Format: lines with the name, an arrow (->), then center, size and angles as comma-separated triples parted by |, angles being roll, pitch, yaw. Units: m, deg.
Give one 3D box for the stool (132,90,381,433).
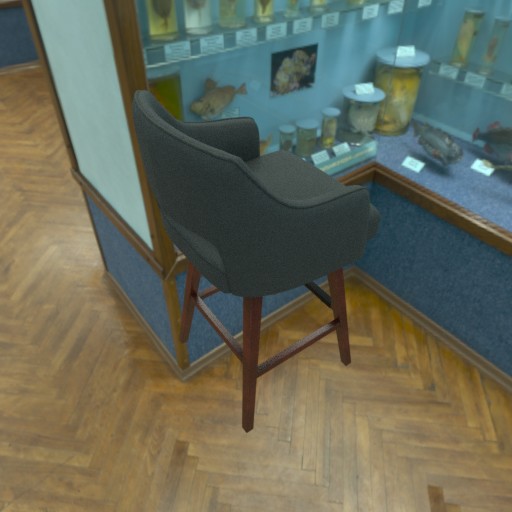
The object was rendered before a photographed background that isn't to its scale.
stool -> 0.000, 0.000, 1.363 | 0.558, 1.012, 0.548 | -25, 47, -26
